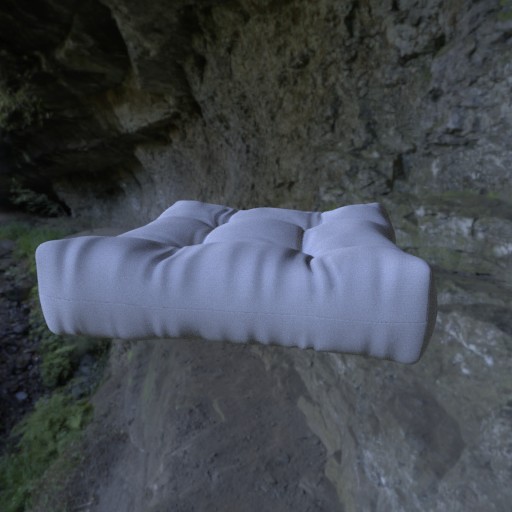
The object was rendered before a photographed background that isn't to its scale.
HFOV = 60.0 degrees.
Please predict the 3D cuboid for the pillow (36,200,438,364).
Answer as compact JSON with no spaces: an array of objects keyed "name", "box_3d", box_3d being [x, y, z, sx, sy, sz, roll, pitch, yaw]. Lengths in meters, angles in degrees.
[{"name":"pillow","box_3d":[0.000,0.000,0.711,0.468,0.128,0.490,2,14,10]}]
